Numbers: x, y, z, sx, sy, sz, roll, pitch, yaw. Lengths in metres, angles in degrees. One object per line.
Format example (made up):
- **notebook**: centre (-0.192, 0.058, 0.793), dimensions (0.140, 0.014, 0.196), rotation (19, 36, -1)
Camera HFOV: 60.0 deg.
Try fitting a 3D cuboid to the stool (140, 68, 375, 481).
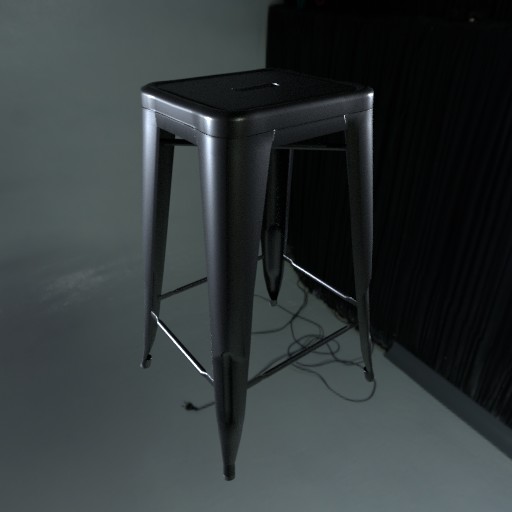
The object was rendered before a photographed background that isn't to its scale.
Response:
- **stool**: centre (0.000, 0.000, 0.833), dimensions (0.399, 0.609, 0.359), rotation (-22, 38, -31)
